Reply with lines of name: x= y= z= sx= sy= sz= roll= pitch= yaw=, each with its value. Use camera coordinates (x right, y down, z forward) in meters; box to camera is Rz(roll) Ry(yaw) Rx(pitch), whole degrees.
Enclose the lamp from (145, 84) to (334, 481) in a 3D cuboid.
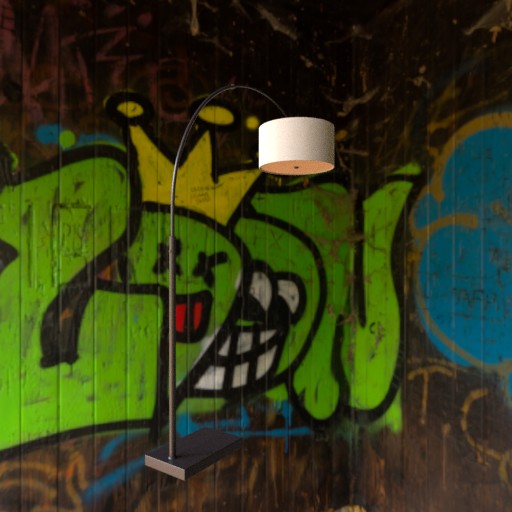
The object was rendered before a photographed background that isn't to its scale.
lamp: x=0.000 y=0.000 z=2.552 sx=0.493 sy=1.927 sz=1.424 roll=0 pitch=0 yaw=35
